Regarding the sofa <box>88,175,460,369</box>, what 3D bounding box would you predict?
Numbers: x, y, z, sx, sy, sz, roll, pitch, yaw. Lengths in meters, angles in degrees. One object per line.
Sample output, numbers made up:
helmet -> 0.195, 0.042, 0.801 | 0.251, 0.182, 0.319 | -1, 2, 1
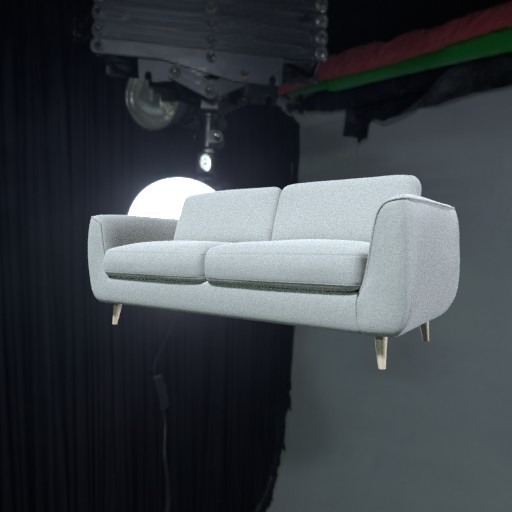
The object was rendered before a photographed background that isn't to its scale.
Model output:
sofa -> 0.000, 0.000, 2.478 | 2.000, 0.850, 0.920 | 1, 2, 36
